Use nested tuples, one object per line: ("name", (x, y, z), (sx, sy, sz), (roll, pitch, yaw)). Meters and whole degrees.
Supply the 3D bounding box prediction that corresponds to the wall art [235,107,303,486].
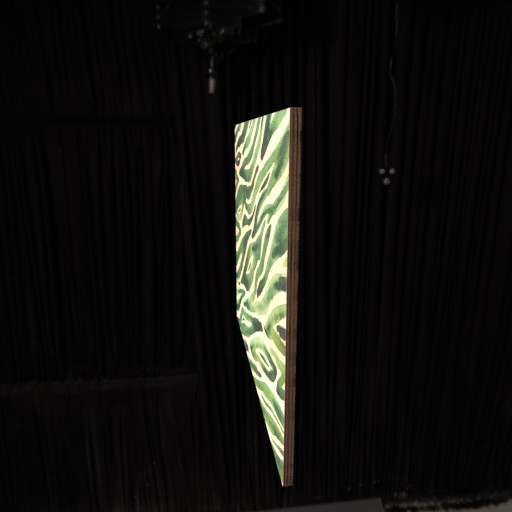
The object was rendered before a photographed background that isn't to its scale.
("wall art", (0.000, 0.000, 0.694), (0.012, 0.408, 0.508), (-2, 15, -8))
